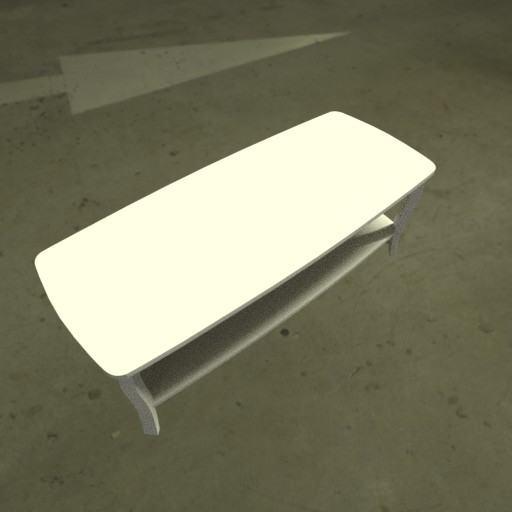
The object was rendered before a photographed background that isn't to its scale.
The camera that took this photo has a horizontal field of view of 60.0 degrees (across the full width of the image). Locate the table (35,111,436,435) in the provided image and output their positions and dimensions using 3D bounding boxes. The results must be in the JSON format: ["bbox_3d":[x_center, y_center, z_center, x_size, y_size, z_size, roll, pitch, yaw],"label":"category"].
[{"bbox_3d":[0.000,0.000,1.615,1.334,0.474,0.561,-32,55,-25],"label":"table"}]
